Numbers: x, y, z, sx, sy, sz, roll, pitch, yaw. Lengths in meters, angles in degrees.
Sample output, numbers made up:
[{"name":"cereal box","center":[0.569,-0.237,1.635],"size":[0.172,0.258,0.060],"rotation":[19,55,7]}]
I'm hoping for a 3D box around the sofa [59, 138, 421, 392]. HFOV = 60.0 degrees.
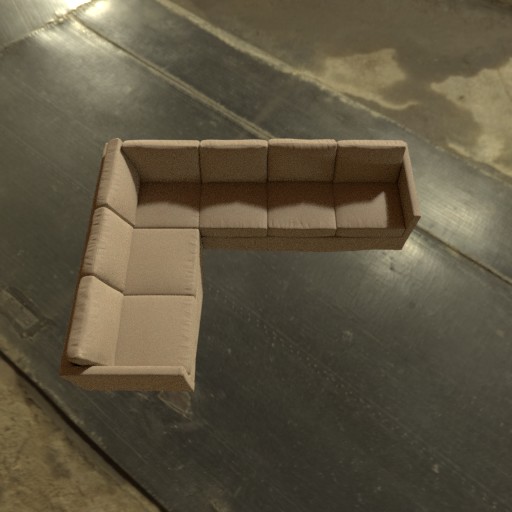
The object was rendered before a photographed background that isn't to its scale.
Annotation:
[{"name":"sofa","center":[0.000,0.000,4.315],"size":[3.182,0.871,2.432],"rotation":[0,63,0]}]
